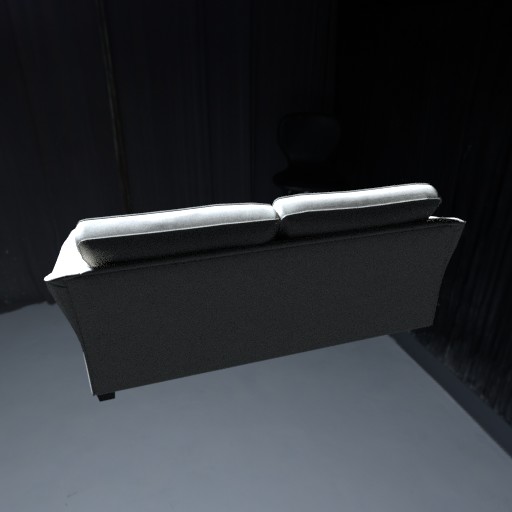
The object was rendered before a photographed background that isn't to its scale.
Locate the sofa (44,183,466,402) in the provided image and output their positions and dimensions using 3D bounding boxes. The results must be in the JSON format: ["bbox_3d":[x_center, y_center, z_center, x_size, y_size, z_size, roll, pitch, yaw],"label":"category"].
[{"bbox_3d":[0.000,0.000,2.772,2.270,0.965,0.980,-8,28,-15],"label":"sofa"}]
